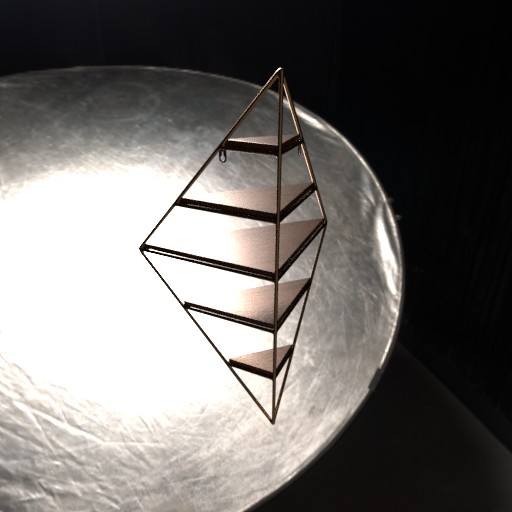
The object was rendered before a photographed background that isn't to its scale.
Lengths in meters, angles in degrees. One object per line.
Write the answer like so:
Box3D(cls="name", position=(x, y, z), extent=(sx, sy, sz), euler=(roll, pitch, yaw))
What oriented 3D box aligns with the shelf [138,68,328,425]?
Box3D(cls="shelf", position=(0.000, 0.000, 1.148), extent=(0.564, 0.913, 0.294), euler=(-9, 28, -18))
